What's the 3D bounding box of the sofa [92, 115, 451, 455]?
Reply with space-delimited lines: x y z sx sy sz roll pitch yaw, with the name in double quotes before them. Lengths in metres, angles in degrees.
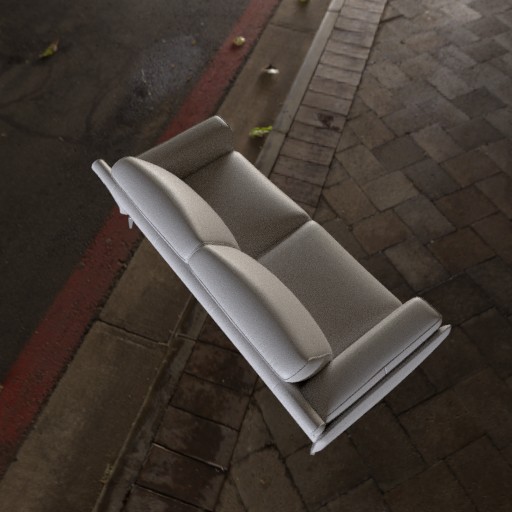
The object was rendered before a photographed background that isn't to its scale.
"sofa" 0.000 0.000 2.664 1.049 0.930 2.101 -34 64 -19
